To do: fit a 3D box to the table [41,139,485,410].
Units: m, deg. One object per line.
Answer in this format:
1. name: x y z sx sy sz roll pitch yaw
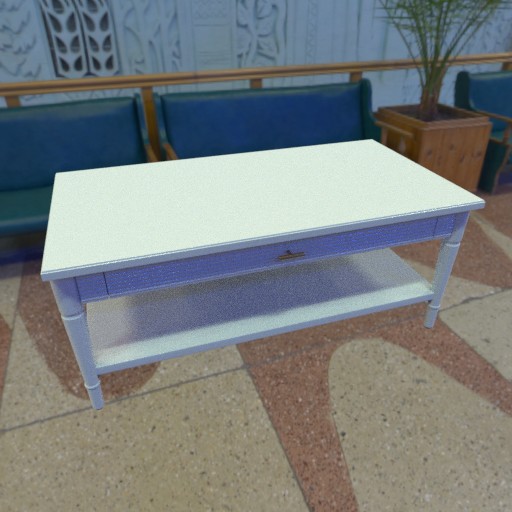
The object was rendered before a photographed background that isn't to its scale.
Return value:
1. table: 0.000 0.000 1.348 1.067 0.457 0.559 -10 33 -15
